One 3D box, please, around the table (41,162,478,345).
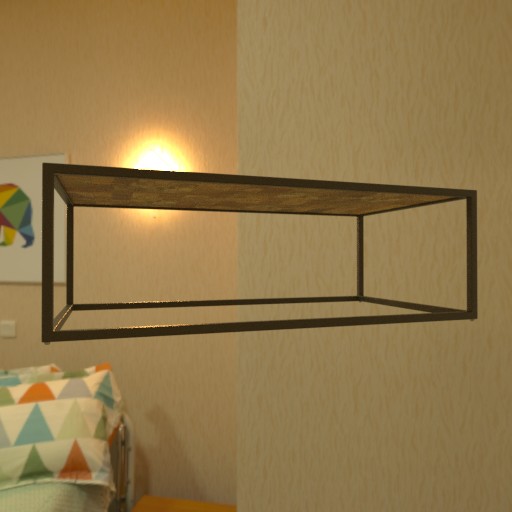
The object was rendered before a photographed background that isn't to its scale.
[{"bbox_3d":[0.000,0.000,1.459,1.199,0.398,0.649,0,-1,-19],"label":"table"}]
